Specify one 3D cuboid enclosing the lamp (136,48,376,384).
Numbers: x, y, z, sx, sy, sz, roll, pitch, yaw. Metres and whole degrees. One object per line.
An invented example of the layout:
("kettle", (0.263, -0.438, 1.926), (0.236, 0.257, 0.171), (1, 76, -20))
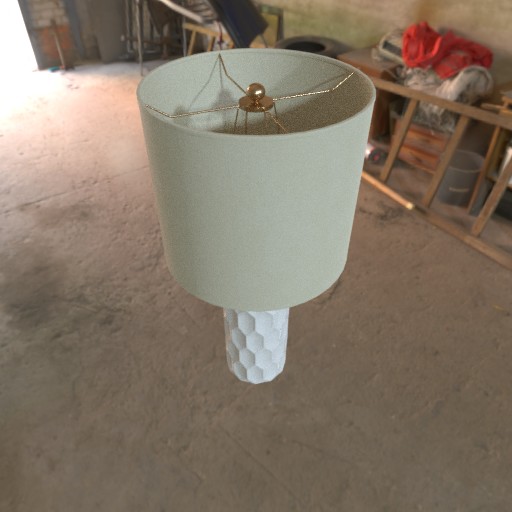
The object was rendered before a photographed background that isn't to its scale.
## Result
("lamp", (0.000, 0.000, 0.696), (0.277, 0.537, 0.277), (11, 42, 12))
